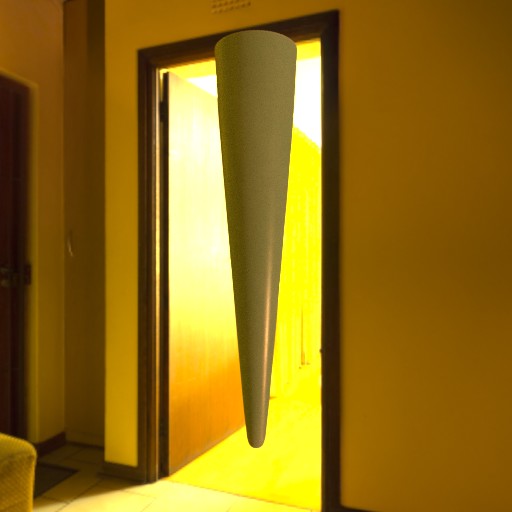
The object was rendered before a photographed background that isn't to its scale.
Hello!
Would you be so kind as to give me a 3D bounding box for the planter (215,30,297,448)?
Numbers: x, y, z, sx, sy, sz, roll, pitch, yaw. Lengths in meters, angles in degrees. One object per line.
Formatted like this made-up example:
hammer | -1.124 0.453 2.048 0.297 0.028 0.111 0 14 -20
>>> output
planter | 0.000 0.000 0.289 0.054 0.268 0.055 0 0 1
